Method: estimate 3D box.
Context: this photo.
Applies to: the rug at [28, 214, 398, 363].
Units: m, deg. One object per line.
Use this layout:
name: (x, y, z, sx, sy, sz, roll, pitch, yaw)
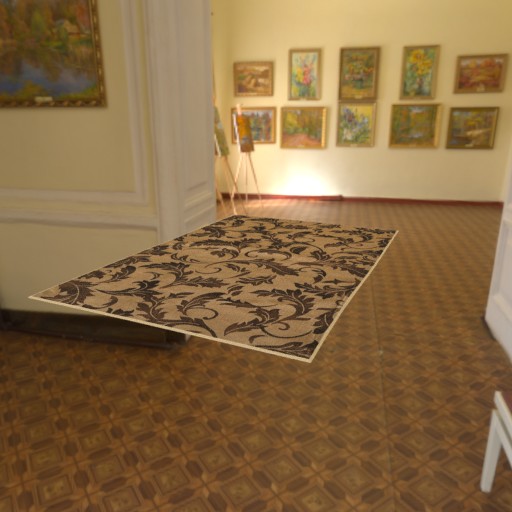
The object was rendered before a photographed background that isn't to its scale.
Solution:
rug: (0.000, 0.000, 2.948, 1.522, 0.008, 2.284, 8, 19, 24)
